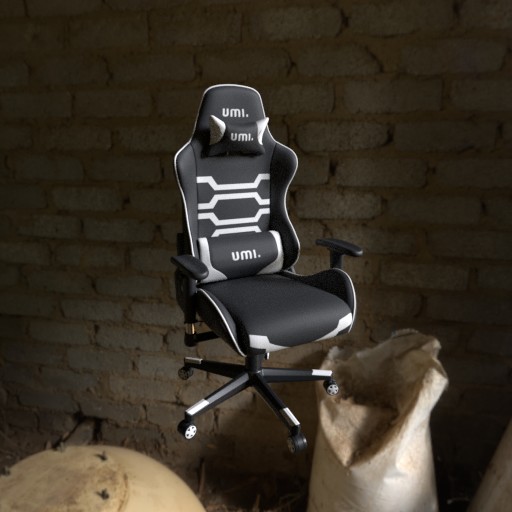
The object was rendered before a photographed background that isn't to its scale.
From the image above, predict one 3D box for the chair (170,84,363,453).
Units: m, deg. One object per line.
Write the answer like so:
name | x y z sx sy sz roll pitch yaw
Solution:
chair | 0.000 0.000 1.653 0.700 1.240 0.700 -7 17 -25
